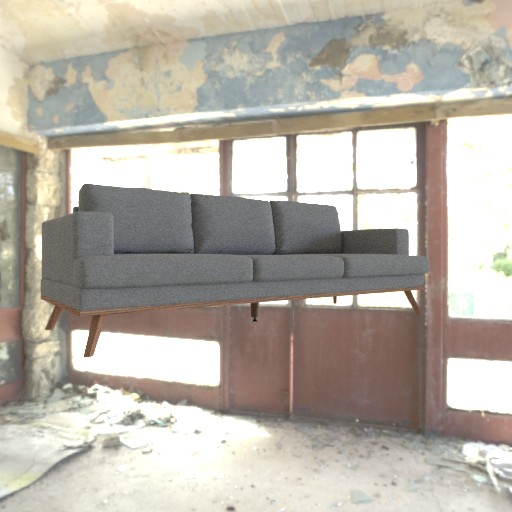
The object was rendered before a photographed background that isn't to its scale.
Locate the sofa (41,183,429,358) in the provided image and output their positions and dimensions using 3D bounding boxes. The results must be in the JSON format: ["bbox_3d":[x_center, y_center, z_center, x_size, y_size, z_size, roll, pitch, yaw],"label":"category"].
[{"bbox_3d":[0.000,0.000,2.757,2.310,0.810,0.920,0,0,-35],"label":"sofa"}]
